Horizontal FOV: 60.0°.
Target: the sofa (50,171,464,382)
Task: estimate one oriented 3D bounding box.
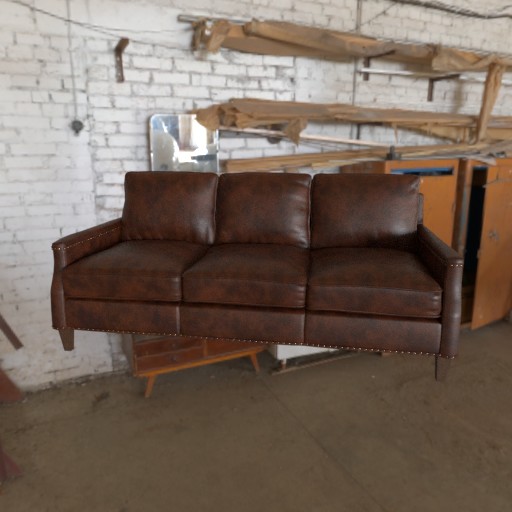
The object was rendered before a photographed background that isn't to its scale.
[{"bbox_3d":[0.000,0.000,2.805,2.240,1.003,1.084,2,15,9],"label":"sofa"}]
